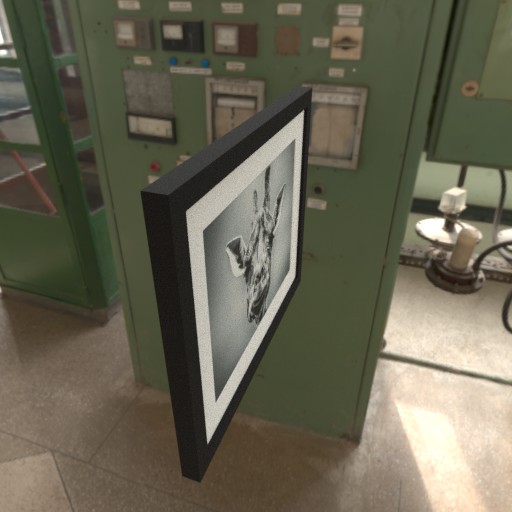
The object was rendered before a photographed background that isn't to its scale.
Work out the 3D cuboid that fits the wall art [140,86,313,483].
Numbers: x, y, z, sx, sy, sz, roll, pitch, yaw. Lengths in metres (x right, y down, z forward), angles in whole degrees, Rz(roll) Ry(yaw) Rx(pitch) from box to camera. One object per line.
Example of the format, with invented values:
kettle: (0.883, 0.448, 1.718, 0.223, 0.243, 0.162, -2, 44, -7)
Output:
wall art: (0.000, 0.000, 0.762, 0.031, 0.457, 0.558, 11, 33, 17)
